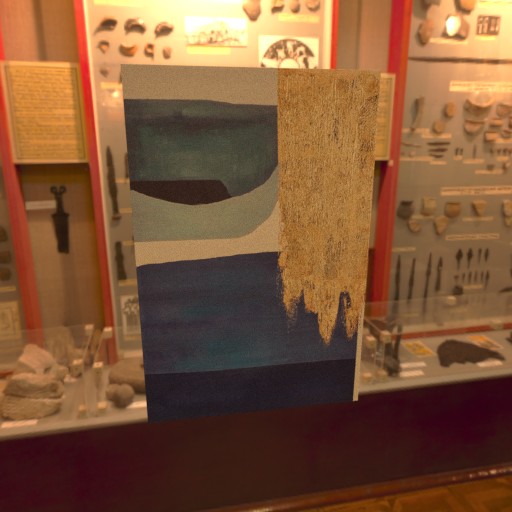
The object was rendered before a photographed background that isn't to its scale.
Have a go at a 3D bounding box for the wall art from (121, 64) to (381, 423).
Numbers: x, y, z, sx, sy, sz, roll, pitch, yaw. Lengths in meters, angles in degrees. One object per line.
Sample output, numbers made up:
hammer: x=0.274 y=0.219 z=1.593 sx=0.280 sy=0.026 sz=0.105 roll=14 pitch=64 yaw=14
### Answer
wall art: x=0.000 y=0.000 z=1.159 sx=0.607 sy=0.911 sz=0.039 roll=-3 pitch=16 yaw=-10
